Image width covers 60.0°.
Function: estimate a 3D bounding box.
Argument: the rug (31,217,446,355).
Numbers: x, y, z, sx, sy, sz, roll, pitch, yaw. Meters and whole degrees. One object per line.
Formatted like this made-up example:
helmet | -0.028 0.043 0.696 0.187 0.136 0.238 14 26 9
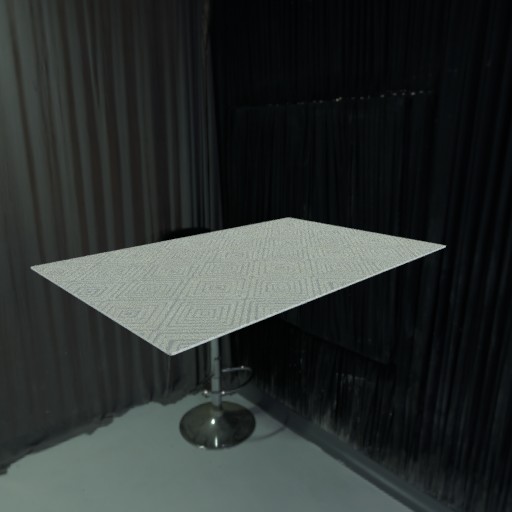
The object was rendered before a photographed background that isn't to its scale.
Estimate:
rug | 0.000 0.000 2.208 1.753 0.008 1.143 -14 21 -42
